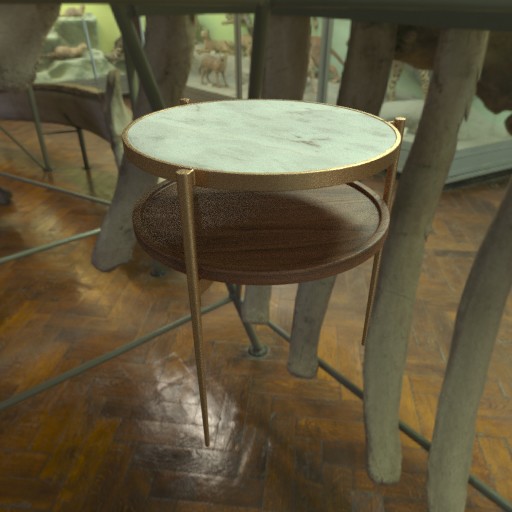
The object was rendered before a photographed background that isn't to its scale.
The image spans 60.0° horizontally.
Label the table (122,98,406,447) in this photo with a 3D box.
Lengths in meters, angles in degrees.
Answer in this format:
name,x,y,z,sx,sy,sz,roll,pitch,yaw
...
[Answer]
name,x,y,z,sx,sy,sz,roll,pitch,yaw
table,0.000,0.000,0.827,0.430,0.493,0.456,-22,37,-32
